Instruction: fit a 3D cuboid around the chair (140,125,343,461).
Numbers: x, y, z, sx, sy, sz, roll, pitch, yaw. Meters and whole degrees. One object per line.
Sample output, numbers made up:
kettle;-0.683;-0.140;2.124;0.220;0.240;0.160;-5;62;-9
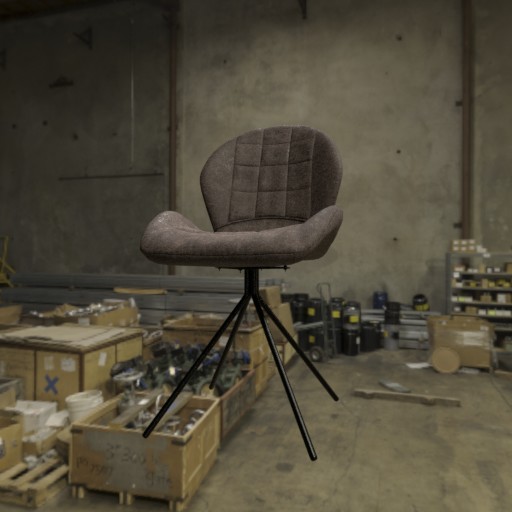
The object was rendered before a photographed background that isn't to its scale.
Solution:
chair;0.000;0.000;1.319;0.527;0.934;0.640;0;0;17
